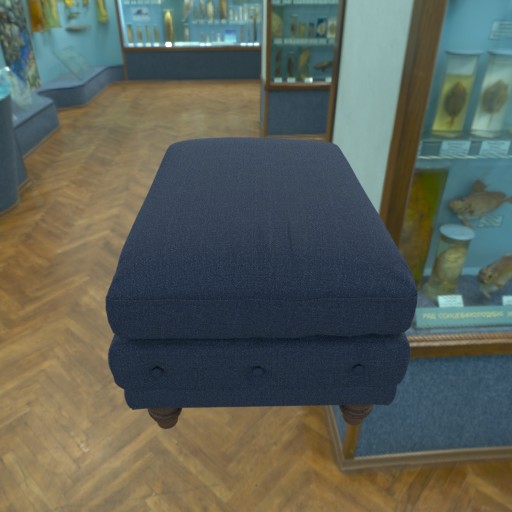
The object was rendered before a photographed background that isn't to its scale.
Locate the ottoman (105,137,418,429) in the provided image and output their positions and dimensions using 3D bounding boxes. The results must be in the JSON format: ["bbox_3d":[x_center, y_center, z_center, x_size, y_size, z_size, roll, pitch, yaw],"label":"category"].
[{"bbox_3d":[0.000,0.000,1.135,0.558,0.486,0.767,-1,32,-1],"label":"ottoman"}]
